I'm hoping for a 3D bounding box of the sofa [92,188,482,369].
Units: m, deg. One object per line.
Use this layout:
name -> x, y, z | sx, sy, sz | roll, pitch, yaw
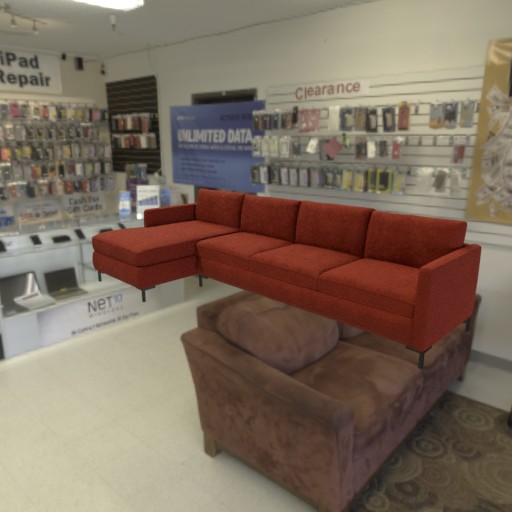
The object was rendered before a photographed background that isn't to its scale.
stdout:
sofa -> 0.000, 0.000, 2.931 | 2.467, 0.663, 1.136 | 14, 21, 43
